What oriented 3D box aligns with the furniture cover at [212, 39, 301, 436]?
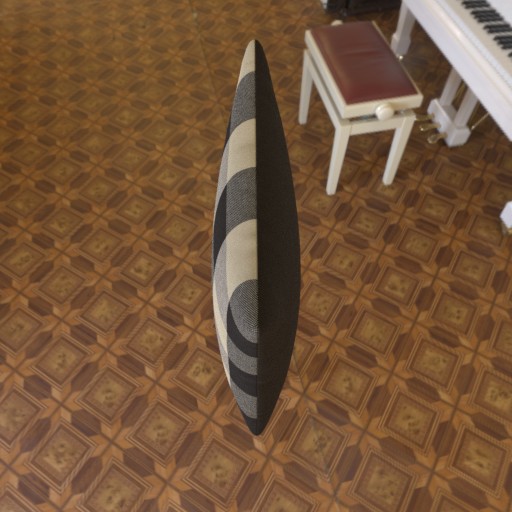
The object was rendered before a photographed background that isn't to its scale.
[{"bbox_3d":[0.000,0.000,0.790,0.161,0.509,0.511,0,57,0],"label":"furniture cover"}]
